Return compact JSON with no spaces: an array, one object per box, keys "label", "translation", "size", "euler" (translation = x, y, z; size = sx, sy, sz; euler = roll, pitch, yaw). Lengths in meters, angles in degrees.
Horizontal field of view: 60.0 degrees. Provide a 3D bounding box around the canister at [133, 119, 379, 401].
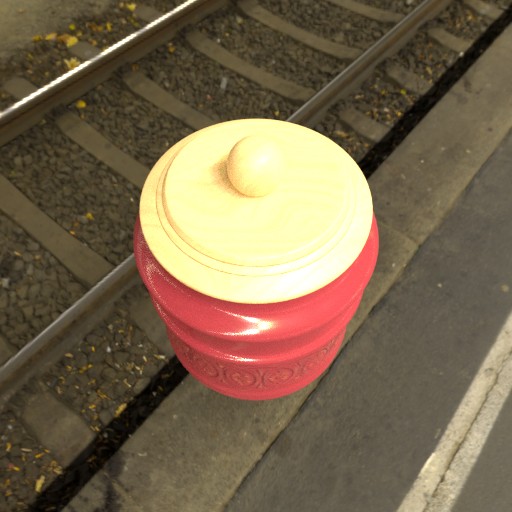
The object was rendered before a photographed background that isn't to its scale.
[{"label":"canister","translation":[0.000,0.000,0.261],"size":[0.130,0.176,0.130],"euler":[0,58,0]}]
